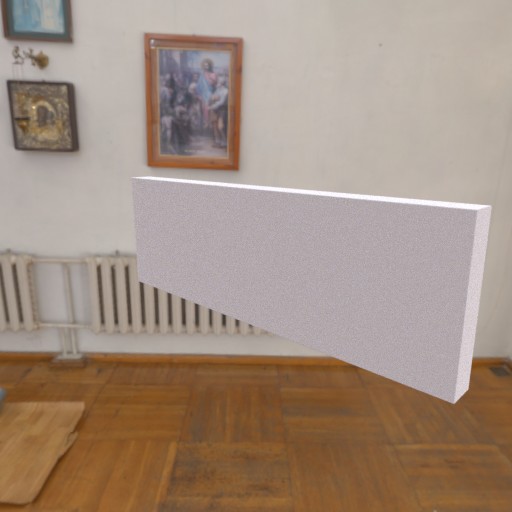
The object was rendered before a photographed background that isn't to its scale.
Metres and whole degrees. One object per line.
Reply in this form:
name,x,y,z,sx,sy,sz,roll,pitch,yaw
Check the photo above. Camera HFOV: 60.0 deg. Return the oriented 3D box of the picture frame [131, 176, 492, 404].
picture frame,0.000,0.000,0.812,0.759,0.250,0.050,13,19,43
